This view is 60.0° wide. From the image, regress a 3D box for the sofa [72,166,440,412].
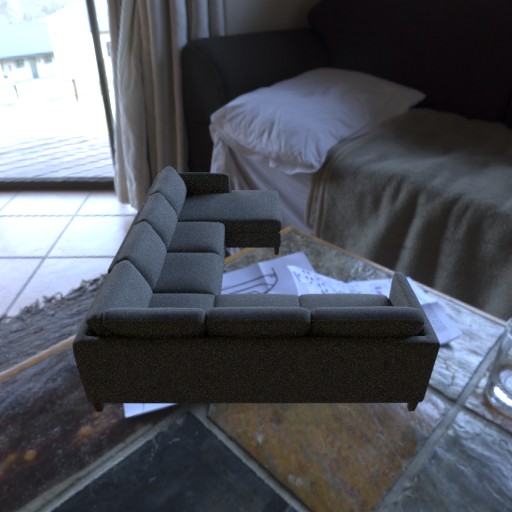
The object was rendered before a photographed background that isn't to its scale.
[{"bbox_3d":[0.000,0.000,4.492,2.551,0.853,3.238,0,31,0],"label":"sofa"}]
